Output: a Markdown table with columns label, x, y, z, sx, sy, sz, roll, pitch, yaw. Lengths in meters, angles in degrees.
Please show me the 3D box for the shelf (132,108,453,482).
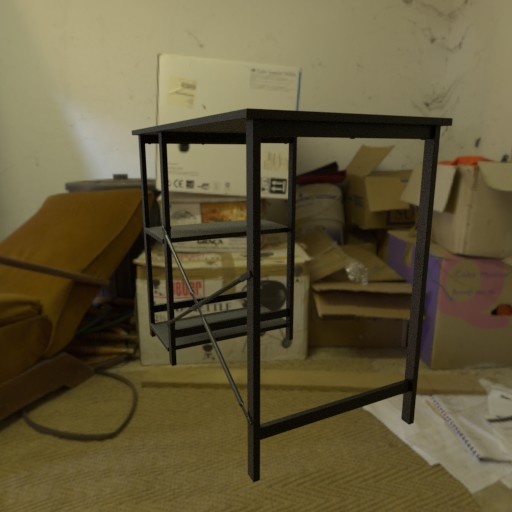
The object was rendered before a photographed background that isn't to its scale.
| label | x | y | z | sx | sy | sz | roll | pitch | yaw |
| --- | --- | --- | --- | --- | --- | --- | --- | --- | --- |
| shelf | 0.000 | 0.000 | 1.327 | 0.498 | 0.749 | 0.902 | -7 | 15 | -26 |
